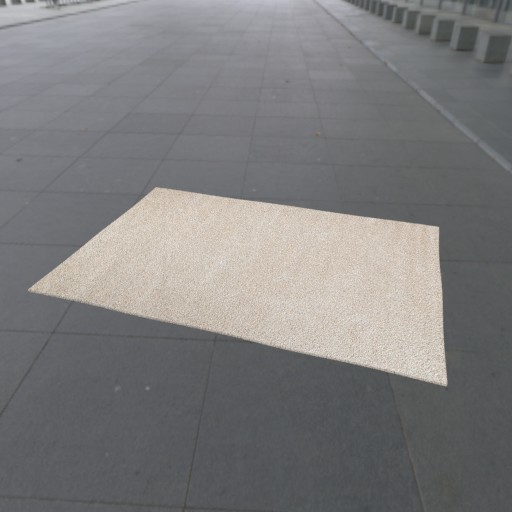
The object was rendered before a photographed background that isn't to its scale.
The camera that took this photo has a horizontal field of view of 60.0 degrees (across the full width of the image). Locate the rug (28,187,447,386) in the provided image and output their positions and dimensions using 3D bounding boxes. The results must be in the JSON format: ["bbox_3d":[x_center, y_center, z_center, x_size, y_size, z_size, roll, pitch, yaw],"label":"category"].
[{"bbox_3d":[0.000,0.000,3.408,2.699,0.025,1.800,10,34,15],"label":"rug"}]
